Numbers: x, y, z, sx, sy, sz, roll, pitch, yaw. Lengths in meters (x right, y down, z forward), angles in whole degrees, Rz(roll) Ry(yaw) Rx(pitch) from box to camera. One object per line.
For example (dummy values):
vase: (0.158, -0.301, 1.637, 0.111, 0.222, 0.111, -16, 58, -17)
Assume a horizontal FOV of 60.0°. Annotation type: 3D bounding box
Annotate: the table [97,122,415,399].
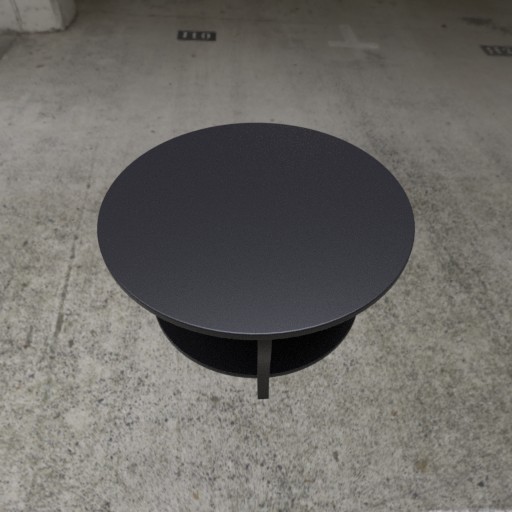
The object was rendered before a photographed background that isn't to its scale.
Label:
table: (0.000, 0.000, 1.476, 0.914, 0.457, 0.914, 0, 47, 0)
